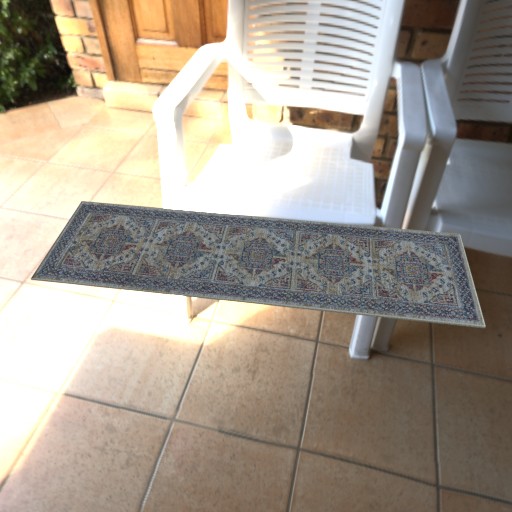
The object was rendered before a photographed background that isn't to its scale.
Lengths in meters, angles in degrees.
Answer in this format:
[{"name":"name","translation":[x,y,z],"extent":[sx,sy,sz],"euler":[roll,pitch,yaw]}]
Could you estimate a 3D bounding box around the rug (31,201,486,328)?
[{"name":"rug","translation":[0.000,0.000,2.445],"extent":[2.297,0.013,0.661],"euler":[6,46,5]}]
